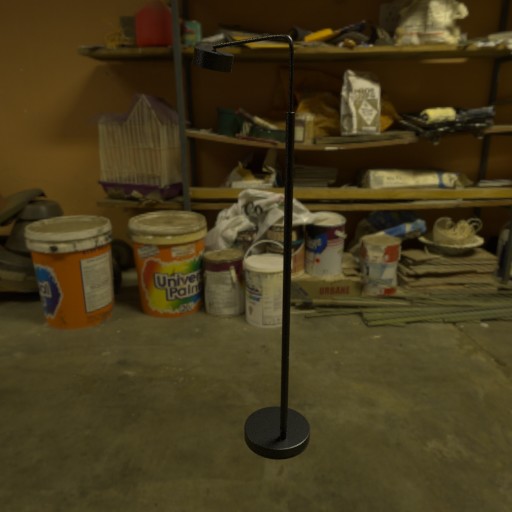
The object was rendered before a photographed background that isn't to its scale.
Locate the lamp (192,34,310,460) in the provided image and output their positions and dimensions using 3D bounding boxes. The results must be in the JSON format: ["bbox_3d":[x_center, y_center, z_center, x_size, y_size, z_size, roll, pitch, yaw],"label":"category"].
[{"bbox_3d":[0.000,0.000,1.384,0.418,1.230,0.219,16,23,42],"label":"lamp"}]
